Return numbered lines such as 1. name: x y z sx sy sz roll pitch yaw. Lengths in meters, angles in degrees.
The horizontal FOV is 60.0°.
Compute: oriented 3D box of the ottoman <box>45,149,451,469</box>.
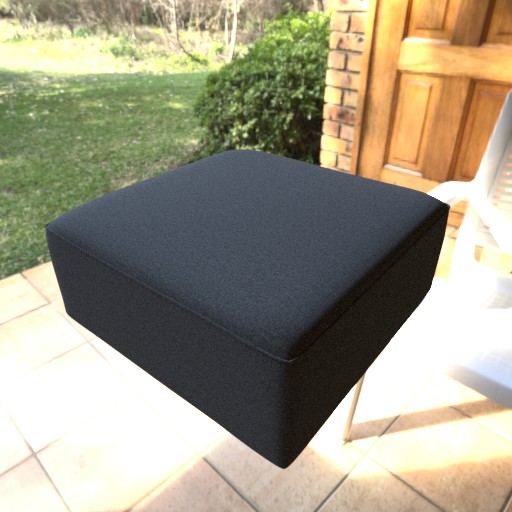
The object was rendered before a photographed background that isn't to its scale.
1. ottoman: 0.000 0.000 1.590 1.005 0.464 1.015 23 38 32
